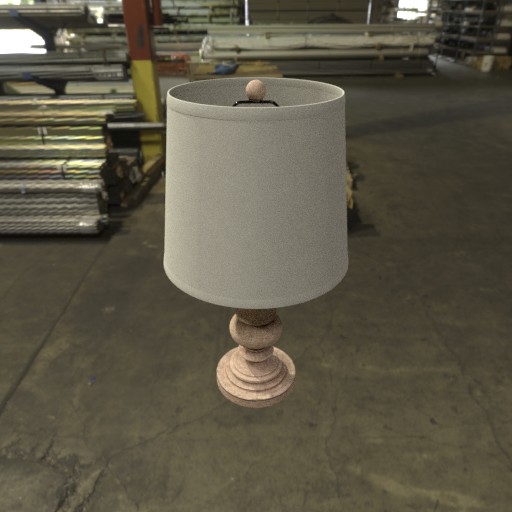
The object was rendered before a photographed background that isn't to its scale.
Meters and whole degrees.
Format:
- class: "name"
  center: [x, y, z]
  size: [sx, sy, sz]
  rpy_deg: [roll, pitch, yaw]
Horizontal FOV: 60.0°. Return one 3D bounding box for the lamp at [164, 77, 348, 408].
- class: "lamp"
  center: [0.000, 0.000, 0.667]
  size: [0.273, 0.497, 0.273]
  rpy_deg: [0, 30, 0]
